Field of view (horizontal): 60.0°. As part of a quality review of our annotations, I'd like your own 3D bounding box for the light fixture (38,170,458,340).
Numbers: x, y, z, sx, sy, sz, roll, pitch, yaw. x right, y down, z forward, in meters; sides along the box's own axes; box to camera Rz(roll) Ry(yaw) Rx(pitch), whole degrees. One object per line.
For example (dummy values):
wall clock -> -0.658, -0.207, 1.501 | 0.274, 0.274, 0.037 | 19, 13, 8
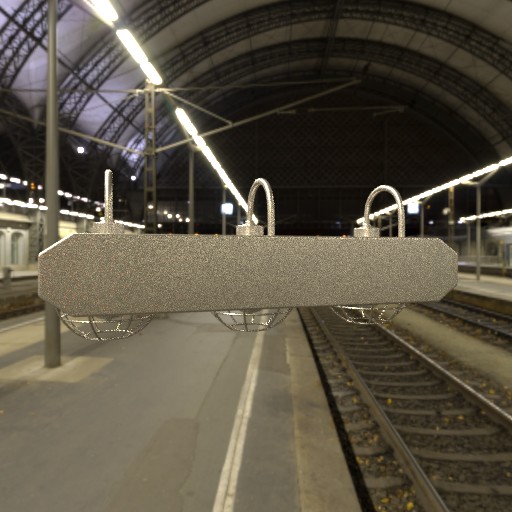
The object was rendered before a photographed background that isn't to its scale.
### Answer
light fixture -> 0.000, 0.000, 0.746 | 0.634, 0.254, 0.229 | 0, 0, -18
